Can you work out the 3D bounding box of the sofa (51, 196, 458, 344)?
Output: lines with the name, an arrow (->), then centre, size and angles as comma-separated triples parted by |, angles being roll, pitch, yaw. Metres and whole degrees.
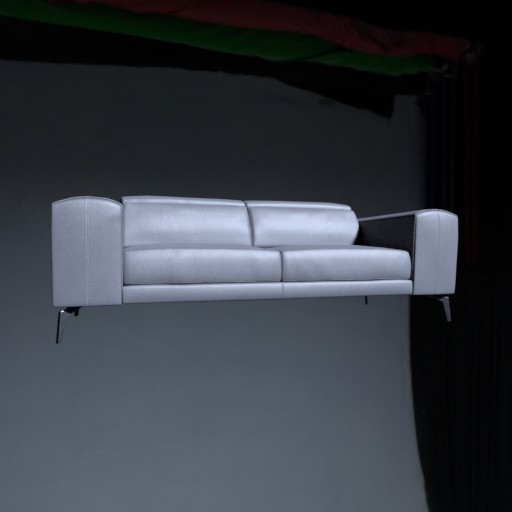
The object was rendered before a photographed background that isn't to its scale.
sofa -> 0.000, 0.000, 2.865 | 2.330, 0.814, 1.048 | 0, 0, -18
